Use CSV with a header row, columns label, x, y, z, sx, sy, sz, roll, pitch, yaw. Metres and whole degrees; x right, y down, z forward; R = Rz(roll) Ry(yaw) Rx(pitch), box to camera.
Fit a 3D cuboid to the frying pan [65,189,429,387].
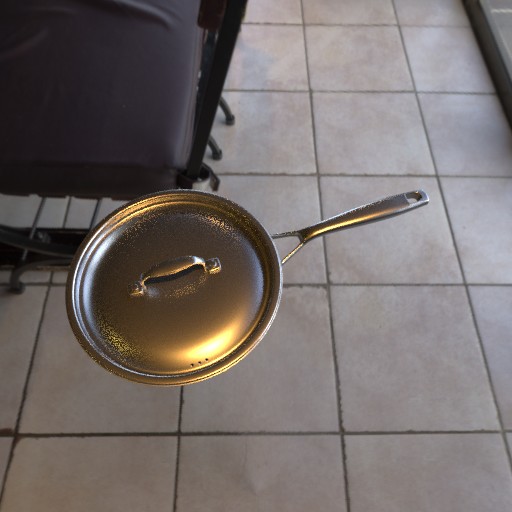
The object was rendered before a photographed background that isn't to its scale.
label,x,y,z,sx,sy,sz,roll,pitch,yaw
frying pan,0.000,0.000,0.587,0.490,0.086,0.272,-17,63,-9
